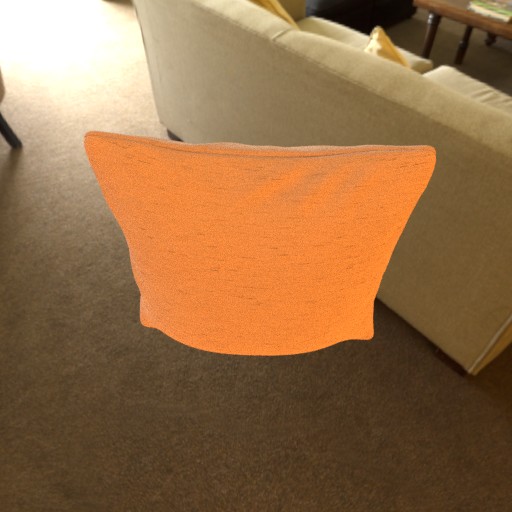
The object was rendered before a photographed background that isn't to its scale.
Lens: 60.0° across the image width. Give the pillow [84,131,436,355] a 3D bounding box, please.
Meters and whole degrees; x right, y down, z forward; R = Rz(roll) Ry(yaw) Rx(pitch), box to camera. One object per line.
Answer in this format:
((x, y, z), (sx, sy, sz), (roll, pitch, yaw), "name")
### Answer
((0.000, 0.000, 0.682), (0.432, 0.415, 0.246), (3, 48, 3), "pillow")
